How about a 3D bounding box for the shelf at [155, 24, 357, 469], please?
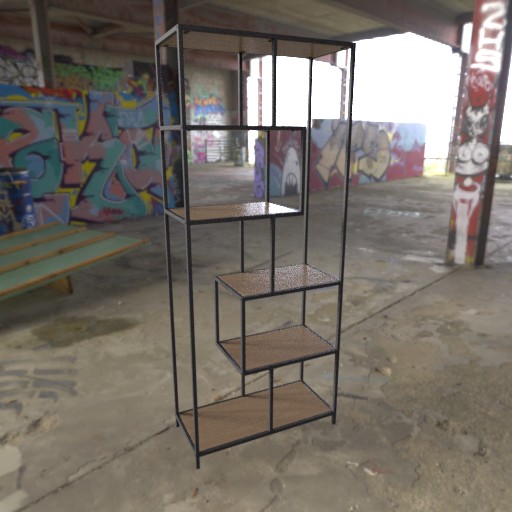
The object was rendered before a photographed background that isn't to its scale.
[{"bbox_3d":[0.000,0.000,2.095,0.770,1.850,0.350,-7,17,-25],"label":"shelf"}]
